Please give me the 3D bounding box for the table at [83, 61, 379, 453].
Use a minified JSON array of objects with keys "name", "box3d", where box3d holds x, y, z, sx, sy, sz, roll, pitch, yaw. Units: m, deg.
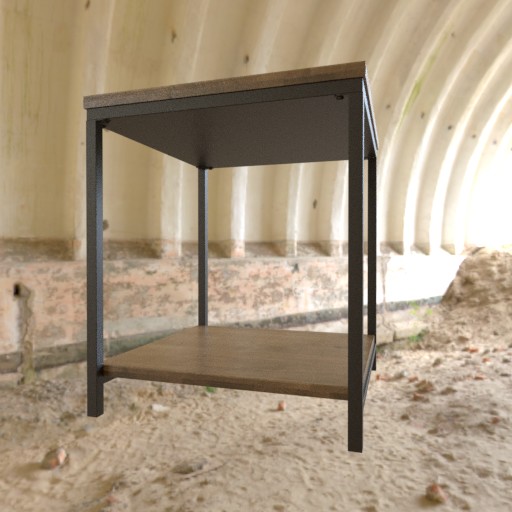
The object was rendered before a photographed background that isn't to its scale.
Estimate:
[{"name":"table","box3d":[0.000,0.000,0.981,0.503,0.589,0.507,0,1,18]}]
